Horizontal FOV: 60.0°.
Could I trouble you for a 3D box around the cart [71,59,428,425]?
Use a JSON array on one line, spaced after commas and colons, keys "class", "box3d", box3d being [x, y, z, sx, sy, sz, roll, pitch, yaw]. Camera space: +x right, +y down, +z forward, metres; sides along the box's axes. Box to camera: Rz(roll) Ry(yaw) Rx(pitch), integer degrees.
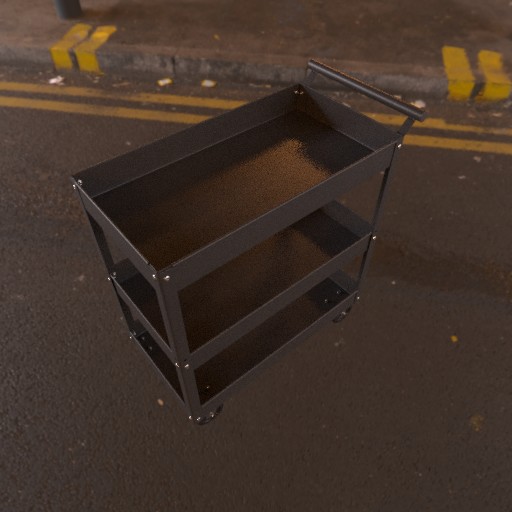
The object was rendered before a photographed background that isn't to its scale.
[{"class": "cart", "box3d": [0.000, 0.000, 1.228, 0.719, 0.780, 0.366, -31, 54, -26]}]
